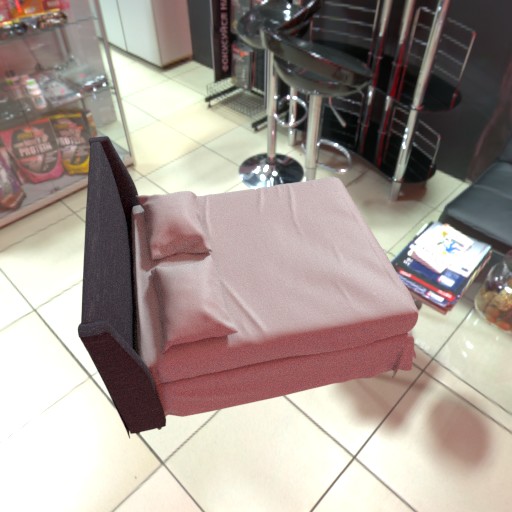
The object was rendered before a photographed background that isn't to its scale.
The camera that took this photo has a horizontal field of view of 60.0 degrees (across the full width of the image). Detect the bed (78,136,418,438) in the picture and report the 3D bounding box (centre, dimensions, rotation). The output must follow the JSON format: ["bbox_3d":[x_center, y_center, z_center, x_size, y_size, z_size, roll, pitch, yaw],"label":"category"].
[{"bbox_3d":[0.000,0.000,3.478,2.276,1.332,1.925,-9,47,-9],"label":"bed"}]
